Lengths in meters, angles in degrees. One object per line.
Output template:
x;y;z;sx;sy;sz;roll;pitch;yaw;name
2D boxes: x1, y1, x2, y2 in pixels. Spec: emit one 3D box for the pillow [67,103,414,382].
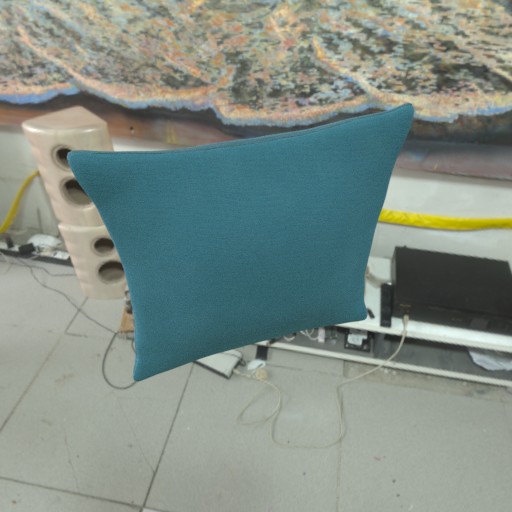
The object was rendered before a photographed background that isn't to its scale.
0.000;0.000;0.659;0.433;0.415;0.151;-12;42;-14;pillow
